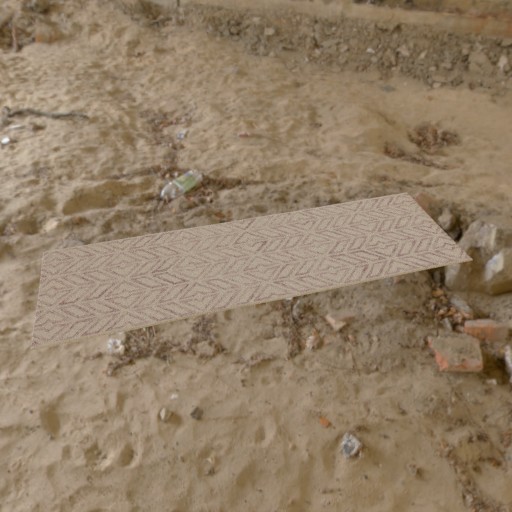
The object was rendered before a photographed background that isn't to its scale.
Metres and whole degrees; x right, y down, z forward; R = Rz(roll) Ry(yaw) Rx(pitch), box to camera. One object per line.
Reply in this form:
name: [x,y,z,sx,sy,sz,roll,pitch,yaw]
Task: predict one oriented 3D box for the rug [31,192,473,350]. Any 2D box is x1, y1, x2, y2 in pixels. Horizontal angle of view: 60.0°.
rug: [0.000,0.000,2.629,2.435,0.009,0.750,-10,42,-12]
